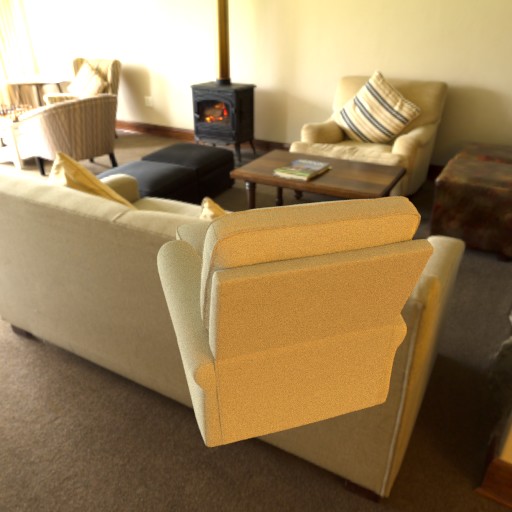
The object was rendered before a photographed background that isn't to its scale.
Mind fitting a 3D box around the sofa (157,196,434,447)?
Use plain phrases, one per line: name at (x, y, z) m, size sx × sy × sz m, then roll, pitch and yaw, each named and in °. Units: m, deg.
sofa at (0.000, 0.000, 2.027) m, size 0.880 × 0.959 × 1.478 m, roll -8°, pitch 29°, yaw -15°
